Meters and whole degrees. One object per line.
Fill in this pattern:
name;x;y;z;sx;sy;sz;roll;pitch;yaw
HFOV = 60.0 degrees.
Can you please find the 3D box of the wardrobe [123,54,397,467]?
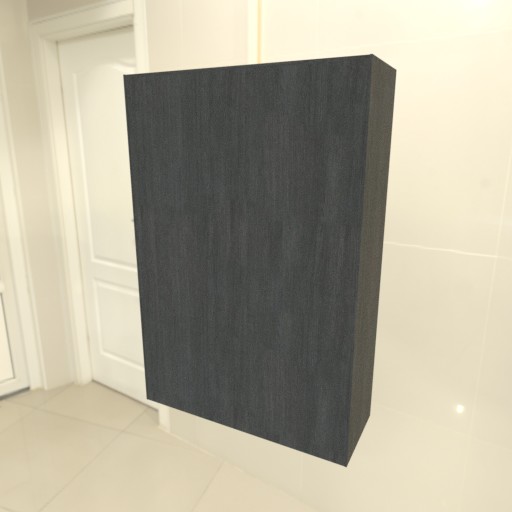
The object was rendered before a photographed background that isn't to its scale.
wardrobe;0.000;0.000;2.478;1.290;1.910;0.510;8;17;27
